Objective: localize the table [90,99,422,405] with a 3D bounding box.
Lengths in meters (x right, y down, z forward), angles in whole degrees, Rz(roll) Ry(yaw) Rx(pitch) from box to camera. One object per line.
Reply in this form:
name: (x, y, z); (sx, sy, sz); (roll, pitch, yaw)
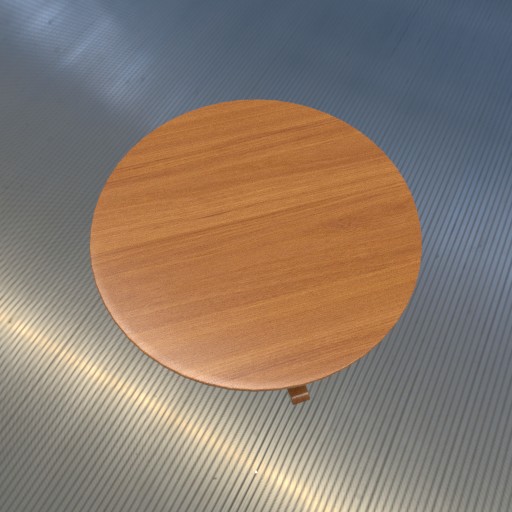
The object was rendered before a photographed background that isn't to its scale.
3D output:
table: (0.000, 0.000, 1.601); (1.029, 0.490, 1.029); (0, 64, 0)
